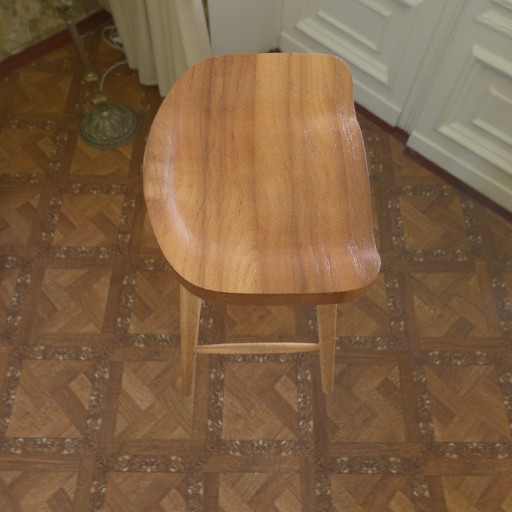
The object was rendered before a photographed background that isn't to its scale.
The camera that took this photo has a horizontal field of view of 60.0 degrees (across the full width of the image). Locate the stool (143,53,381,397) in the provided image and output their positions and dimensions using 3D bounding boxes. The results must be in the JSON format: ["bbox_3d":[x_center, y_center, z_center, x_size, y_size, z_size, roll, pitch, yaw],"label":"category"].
[{"bbox_3d":[0.000,0.000,0.874,0.361,0.615,0.440,-1,64,0],"label":"stool"}]
